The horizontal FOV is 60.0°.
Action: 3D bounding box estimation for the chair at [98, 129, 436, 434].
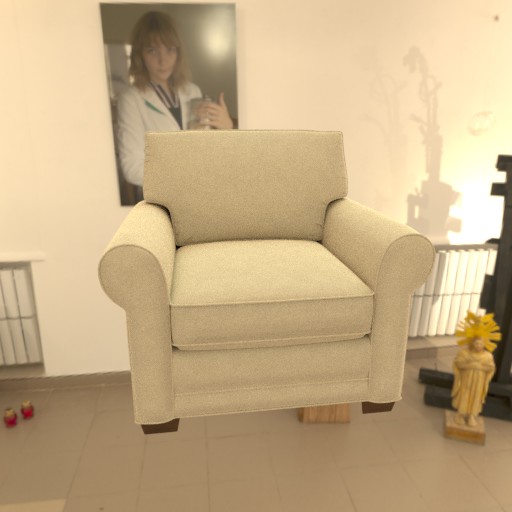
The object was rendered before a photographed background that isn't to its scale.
[{"bbox_3d":[0.000,0.000,1.749,1.040,0.955,0.863,-2,17,-8],"label":"chair"}]
